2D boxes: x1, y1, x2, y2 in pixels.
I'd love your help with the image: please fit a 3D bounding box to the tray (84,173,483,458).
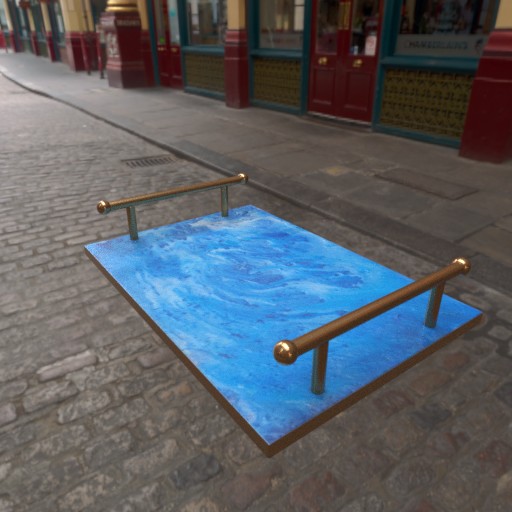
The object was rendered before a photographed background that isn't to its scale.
[{"bbox_3d":[0.000,0.000,0.562,0.304,0.084,0.444,-18,31,-32],"label":"tray"}]
